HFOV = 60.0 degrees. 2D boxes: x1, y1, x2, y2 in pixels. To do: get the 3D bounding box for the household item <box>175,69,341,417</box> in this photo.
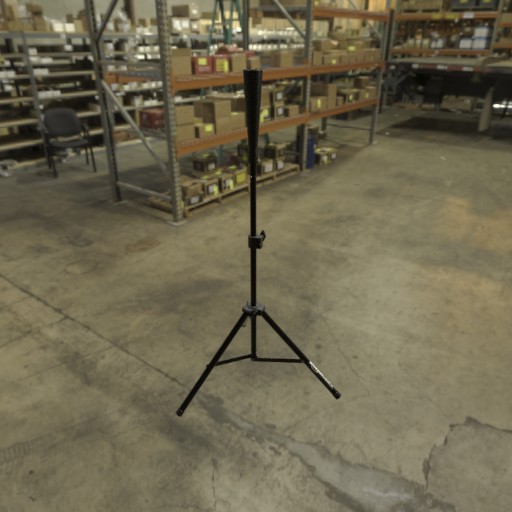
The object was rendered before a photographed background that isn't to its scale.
[{"bbox_3d":[0.000,0.000,1.384,0.559,1.067,0.559,18,32,32],"label":"household item"}]
